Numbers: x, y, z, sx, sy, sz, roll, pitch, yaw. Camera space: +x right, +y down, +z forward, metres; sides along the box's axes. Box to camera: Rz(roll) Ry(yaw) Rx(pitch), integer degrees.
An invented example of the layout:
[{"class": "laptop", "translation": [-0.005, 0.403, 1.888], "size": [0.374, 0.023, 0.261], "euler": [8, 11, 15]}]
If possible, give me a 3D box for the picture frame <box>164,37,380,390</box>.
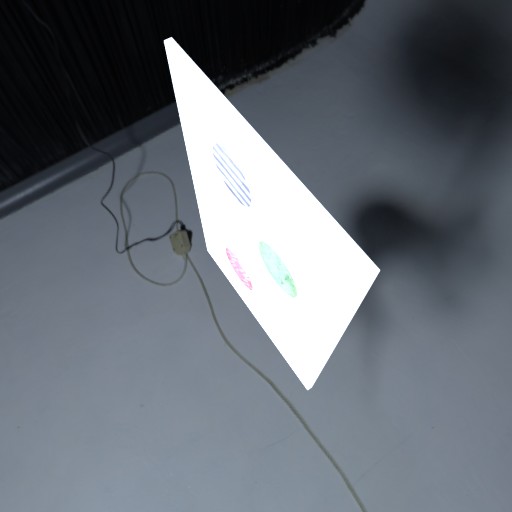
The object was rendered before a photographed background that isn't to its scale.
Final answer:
[{"class": "picture frame", "translation": [0.000, 0.000, 0.855], "size": [0.013, 0.657, 0.457], "euler": [-31, 67, -15]}]
